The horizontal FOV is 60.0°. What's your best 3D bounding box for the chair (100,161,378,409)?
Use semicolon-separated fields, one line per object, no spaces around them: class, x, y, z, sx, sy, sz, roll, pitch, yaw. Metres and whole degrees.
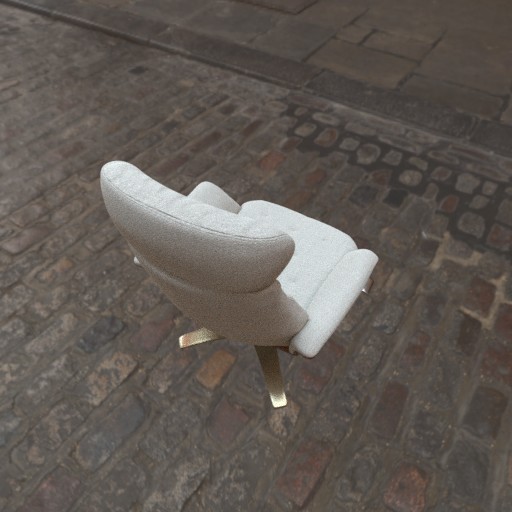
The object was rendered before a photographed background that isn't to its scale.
chair;0.000;0.000;1.559;0.785;0.995;0.837;25;51;22
